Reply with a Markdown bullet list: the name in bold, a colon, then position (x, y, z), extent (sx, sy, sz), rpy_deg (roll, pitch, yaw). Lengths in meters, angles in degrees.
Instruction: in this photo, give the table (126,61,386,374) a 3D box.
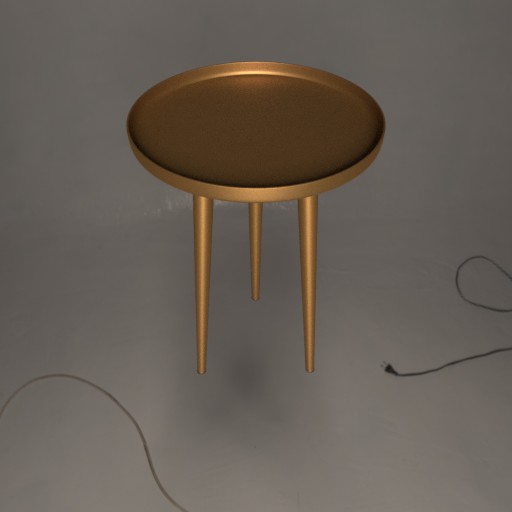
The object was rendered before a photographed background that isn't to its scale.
- **table**: position (0.000, 0.000, 0.691), extent (0.299, 0.480, 0.299), rpy_deg (-2, 45, -2)
